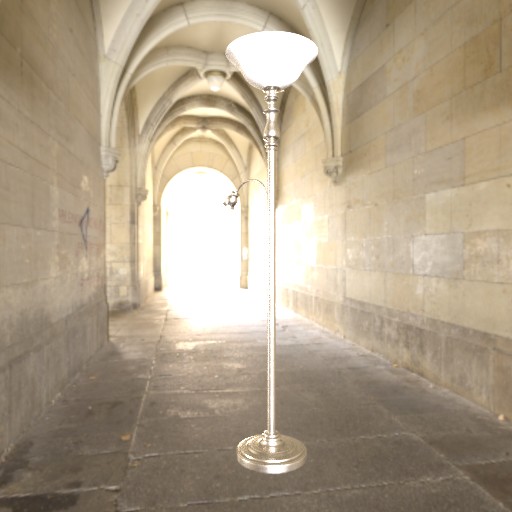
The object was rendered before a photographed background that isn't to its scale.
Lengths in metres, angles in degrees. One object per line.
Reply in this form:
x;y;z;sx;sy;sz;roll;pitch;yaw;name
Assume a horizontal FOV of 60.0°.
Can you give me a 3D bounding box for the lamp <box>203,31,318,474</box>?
0.000;0.000;2.015;0.575;1.785;0.405;0;1;36;lamp
